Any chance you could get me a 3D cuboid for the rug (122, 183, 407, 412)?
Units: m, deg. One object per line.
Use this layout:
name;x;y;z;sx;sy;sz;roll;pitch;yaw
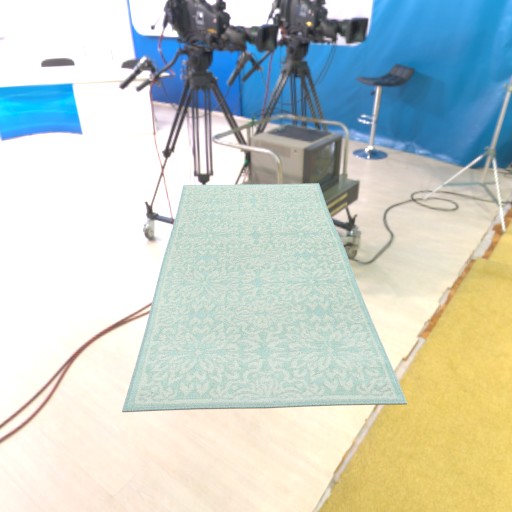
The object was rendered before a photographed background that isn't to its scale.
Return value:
rug;0.000;0.000;1.452;0.604;0.007;1.219;-1;32;-2
